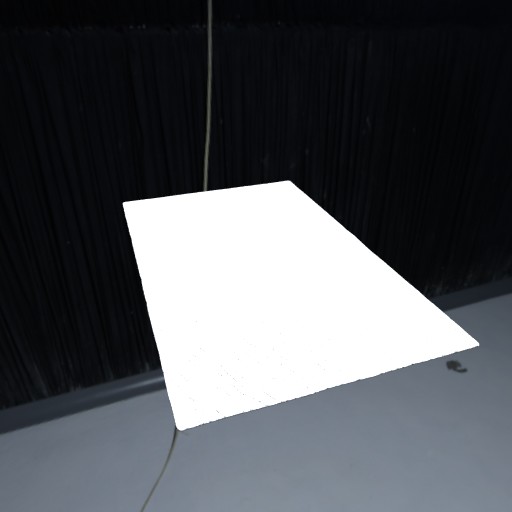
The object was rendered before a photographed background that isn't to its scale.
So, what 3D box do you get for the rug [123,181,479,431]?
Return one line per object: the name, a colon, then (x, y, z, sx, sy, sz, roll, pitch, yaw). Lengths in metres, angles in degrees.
rug: (0.000, 0.000, 3.001, 1.546, 0.010, 2.442, -10, 32, -17)
